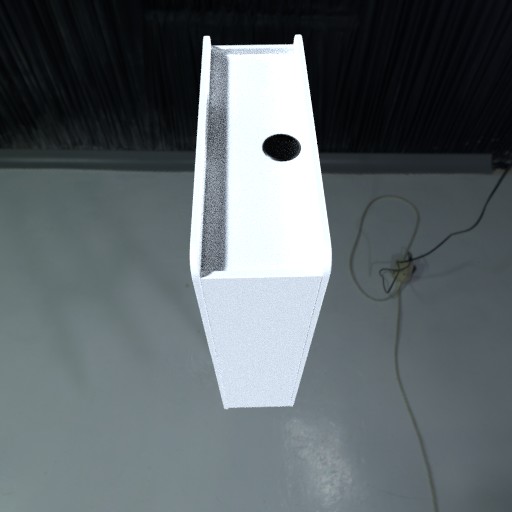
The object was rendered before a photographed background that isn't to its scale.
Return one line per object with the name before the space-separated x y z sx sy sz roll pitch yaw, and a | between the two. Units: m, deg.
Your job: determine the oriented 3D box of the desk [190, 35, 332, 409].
desk | 0.000 0.000 1.563 0.278 1.190 0.795 -1 58 -1
